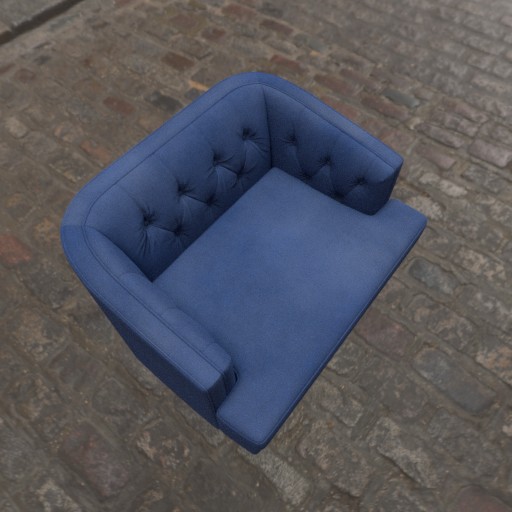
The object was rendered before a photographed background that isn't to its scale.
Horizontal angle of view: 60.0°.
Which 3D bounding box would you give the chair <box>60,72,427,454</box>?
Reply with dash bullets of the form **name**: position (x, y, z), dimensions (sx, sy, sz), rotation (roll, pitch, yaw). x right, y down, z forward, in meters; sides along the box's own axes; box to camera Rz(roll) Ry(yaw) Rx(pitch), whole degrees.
- **chair**: position (0.000, 0.000, 1.738), dimensions (0.914, 0.787, 1.118), rotation (34, 65, 19)
